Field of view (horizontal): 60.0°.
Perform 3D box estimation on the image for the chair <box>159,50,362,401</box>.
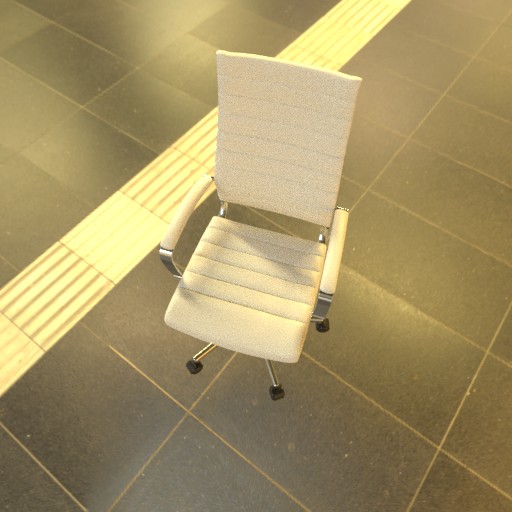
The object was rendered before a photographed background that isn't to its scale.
[{"bbox_3d":[0.000,0.000,1.597,0.679,1.149,0.679,15,60,9],"label":"chair"}]
